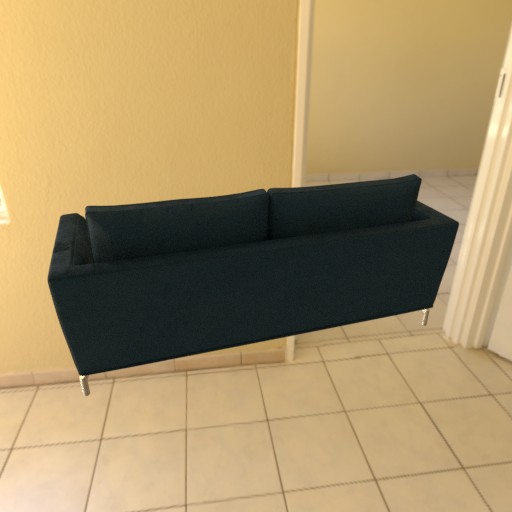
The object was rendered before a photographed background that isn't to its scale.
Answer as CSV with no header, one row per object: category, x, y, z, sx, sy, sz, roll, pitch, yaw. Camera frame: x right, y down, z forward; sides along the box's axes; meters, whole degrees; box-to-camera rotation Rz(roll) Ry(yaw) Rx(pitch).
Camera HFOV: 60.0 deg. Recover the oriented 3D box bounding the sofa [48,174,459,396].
sofa,0.000,0.000,2.717,2.212,0.998,0.853,-8,27,-16
